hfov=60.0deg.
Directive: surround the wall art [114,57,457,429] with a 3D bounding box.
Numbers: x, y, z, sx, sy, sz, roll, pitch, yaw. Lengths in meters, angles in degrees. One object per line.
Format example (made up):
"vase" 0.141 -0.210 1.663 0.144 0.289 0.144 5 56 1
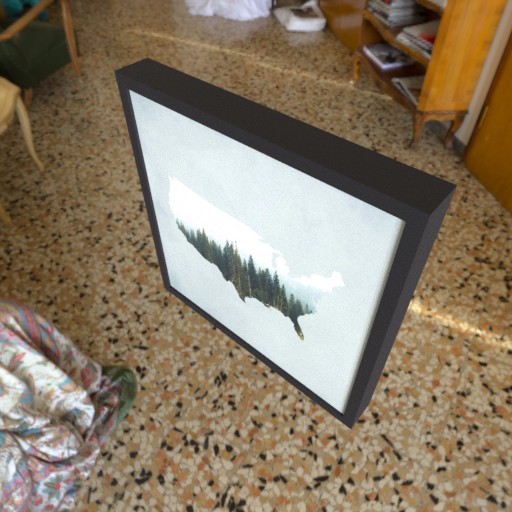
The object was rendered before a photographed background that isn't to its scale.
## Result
"wall art" 0.000 0.000 0.449 0.304 0.304 0.038 32 54 27
